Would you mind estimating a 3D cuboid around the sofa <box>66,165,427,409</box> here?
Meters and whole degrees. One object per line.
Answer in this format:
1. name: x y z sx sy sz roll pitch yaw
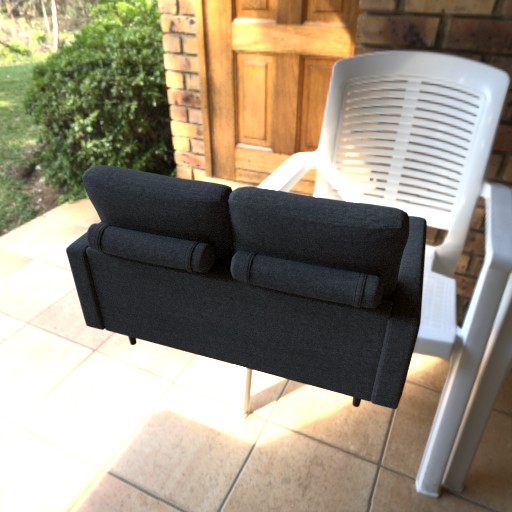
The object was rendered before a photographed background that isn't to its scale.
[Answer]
1. sofa: 0.000 0.000 1.996 1.407 0.907 0.842 11 35 16
